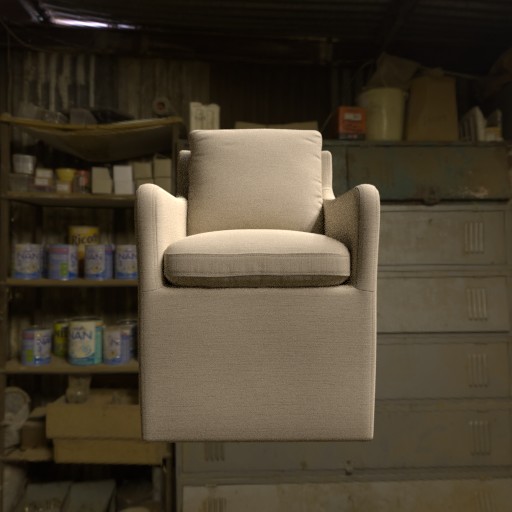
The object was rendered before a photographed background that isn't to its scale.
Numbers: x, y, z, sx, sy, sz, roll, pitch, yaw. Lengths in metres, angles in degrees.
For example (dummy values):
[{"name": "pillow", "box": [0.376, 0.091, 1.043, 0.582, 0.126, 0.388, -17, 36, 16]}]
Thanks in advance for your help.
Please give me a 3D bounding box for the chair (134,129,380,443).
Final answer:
[{"name": "chair", "box": [0.000, 0.000, 1.401, 0.626, 0.914, 0.694, 0, 0, -1]}]
